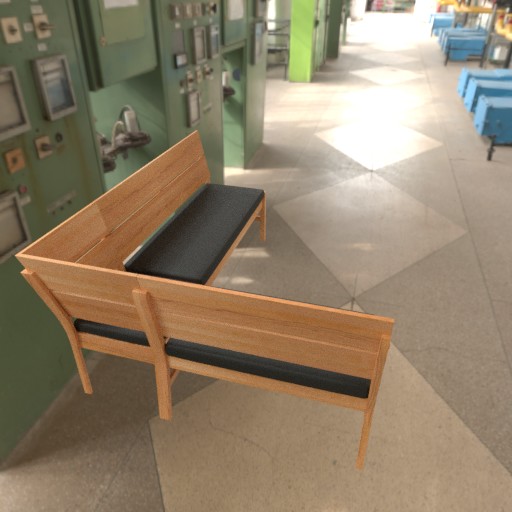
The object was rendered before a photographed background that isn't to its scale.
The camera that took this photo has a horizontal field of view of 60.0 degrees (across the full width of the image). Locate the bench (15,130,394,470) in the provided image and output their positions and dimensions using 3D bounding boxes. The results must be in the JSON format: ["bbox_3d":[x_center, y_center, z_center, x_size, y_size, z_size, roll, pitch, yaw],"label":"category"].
[{"bbox_3d":[0.000,0.000,2.710,1.548,0.890,1.948,9,33,14],"label":"bench"}]
